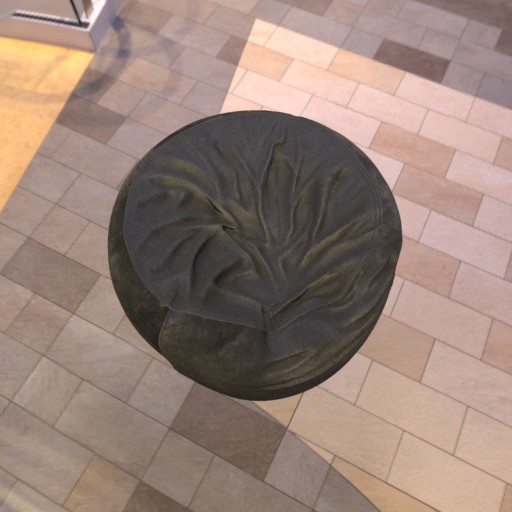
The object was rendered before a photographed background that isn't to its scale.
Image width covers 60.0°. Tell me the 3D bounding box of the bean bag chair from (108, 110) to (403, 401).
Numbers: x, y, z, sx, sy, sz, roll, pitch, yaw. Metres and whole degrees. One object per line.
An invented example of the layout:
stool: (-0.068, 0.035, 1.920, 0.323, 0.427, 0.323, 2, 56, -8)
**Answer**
bean bag chair: (0.000, 0.000, 1.518, 0.918, 0.605, 0.918, 0, 65, 0)
